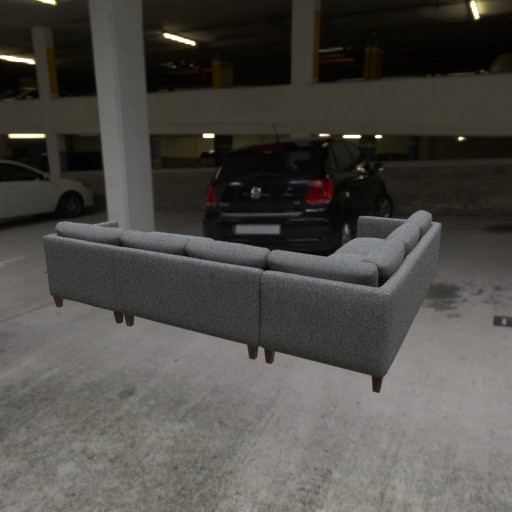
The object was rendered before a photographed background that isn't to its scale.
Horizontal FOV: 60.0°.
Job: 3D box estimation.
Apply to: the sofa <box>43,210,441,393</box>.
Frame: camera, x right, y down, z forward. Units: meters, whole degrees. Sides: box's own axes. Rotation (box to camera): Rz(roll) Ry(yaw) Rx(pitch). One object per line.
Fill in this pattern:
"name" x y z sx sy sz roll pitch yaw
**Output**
"sofa" 0.000 0.000 4.533 3.238 0.853 2.551 8 18 27
